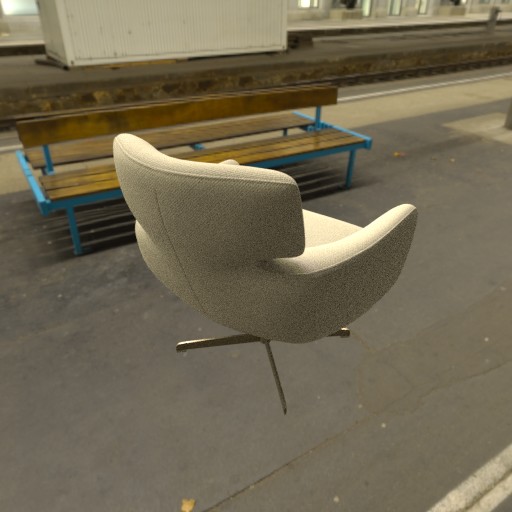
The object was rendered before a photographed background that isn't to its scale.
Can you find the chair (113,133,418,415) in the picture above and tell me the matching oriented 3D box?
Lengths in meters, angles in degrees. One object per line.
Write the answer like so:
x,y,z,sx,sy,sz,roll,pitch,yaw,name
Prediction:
0.000,0.000,1.380,0.760,0.810,0.730,21,37,30,chair
